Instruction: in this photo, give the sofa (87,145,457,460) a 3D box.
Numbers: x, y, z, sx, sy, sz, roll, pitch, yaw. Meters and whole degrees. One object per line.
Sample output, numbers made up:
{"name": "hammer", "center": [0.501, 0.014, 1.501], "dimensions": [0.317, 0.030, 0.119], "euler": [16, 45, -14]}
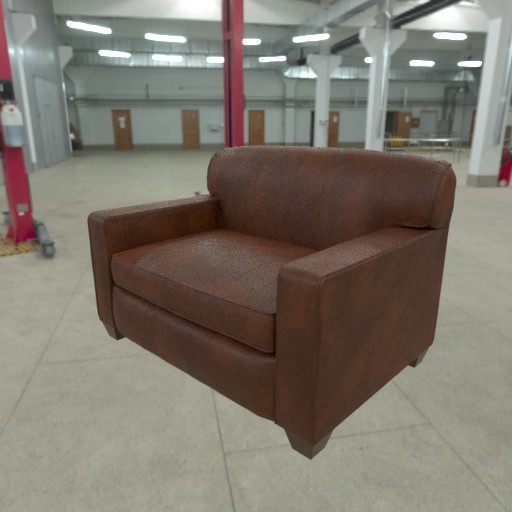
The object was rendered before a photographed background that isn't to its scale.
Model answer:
{"name": "sofa", "center": [0.000, 0.000, 2.048], "dimensions": [1.413, 0.956, 1.000], "euler": [15, 23, 41]}
